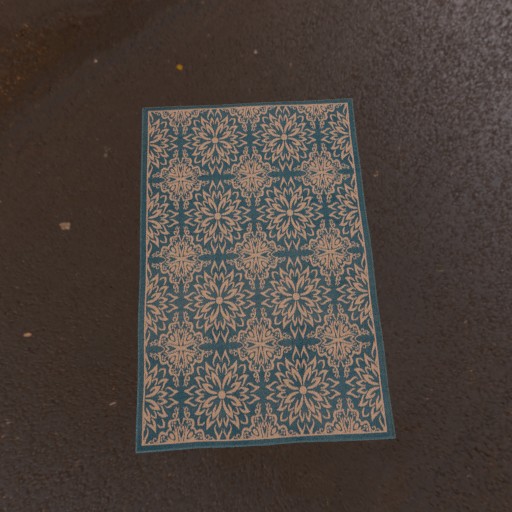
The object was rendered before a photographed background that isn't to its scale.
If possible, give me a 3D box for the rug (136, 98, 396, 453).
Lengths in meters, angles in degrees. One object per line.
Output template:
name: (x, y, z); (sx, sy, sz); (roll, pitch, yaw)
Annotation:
rug: (0.000, 0.000, 2.306); (1.211, 0.012, 1.833); (-3, 74, -1)
